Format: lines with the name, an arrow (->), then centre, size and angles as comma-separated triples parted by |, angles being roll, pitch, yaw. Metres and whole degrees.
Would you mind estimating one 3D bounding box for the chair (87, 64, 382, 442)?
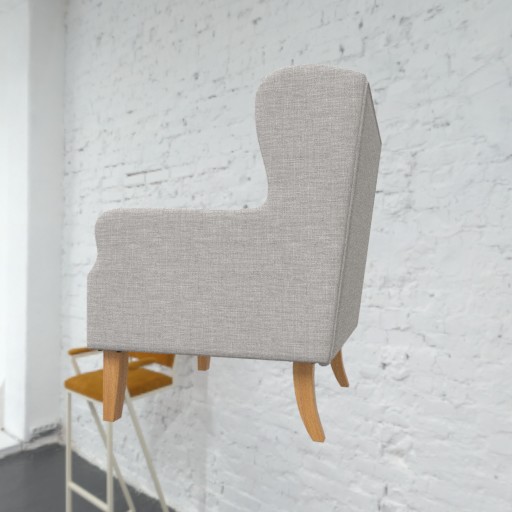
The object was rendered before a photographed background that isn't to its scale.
chair -> 0.000, 0.000, 1.441 | 0.760, 0.930, 0.710 | 0, 0, 19
